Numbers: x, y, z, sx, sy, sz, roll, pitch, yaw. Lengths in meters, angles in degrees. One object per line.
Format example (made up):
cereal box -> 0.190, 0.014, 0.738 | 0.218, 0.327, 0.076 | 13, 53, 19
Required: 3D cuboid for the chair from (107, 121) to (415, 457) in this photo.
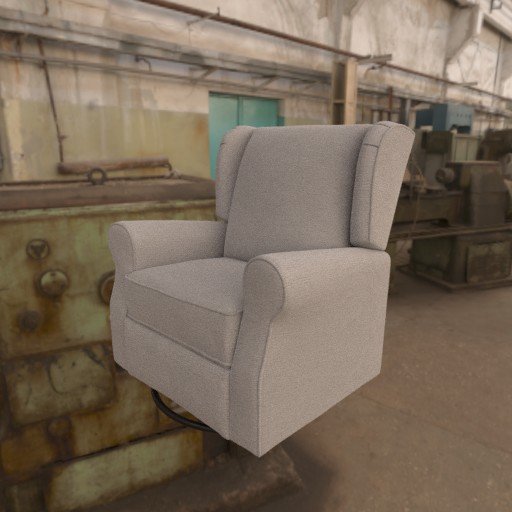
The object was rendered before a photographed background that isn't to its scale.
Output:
chair -> 0.000, 0.000, 1.664 | 0.906, 0.966, 0.854 | 14, 20, 42
